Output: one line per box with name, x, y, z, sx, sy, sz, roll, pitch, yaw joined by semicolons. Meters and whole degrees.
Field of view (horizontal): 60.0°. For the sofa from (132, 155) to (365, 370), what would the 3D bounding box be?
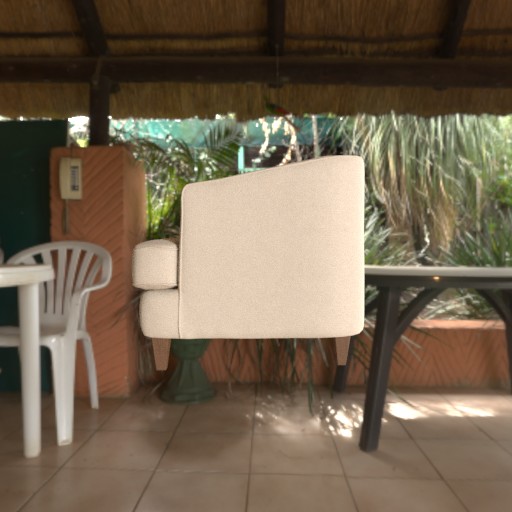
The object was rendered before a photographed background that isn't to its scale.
sofa;0.000;0.000;2.754;0.941;0.855;2.278;0;0;1
